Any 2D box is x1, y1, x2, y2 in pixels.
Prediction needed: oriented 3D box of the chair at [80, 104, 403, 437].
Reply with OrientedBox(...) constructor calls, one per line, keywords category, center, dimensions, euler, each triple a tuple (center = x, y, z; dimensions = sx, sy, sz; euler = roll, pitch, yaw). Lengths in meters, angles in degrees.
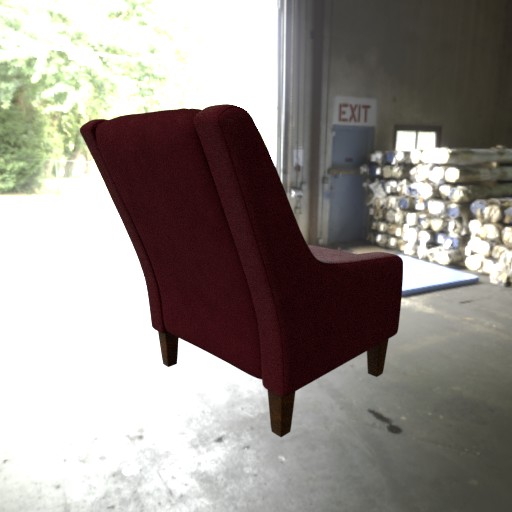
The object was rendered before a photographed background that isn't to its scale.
OrientedBox(category="chair", center=(0.000, 0.000, 1.717), dimensions=(0.985, 1.017, 0.793), euler=(-12, 18, -42))
